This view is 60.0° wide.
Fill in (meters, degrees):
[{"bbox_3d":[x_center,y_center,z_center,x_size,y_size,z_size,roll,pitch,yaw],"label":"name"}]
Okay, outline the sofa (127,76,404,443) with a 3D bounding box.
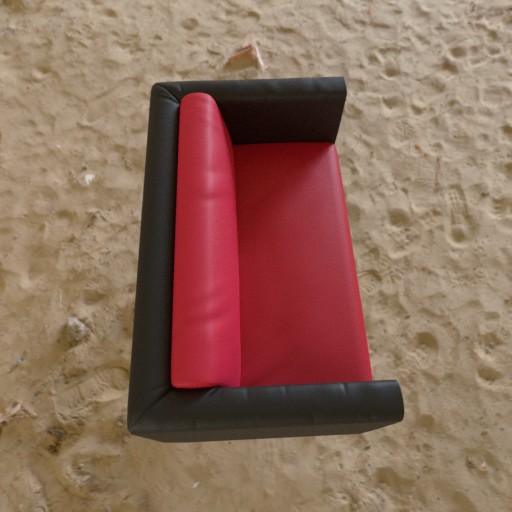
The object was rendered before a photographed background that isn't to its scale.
[{"bbox_3d":[0.000,0.000,1.882,0.845,0.735,1.410,-2,65,-1],"label":"sofa"}]
